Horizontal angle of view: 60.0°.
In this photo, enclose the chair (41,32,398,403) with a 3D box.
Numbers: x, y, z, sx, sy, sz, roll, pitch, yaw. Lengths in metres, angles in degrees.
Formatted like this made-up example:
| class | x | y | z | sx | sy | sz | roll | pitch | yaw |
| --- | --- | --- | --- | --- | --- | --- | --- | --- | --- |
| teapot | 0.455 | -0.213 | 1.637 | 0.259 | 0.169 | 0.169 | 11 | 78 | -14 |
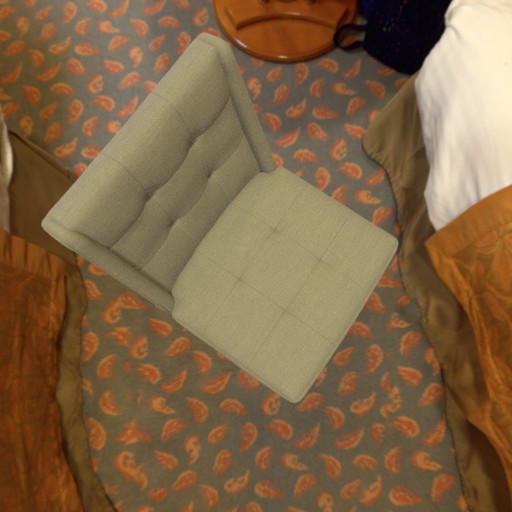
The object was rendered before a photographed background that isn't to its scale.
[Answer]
| class | x | y | z | sx | sy | sz | roll | pitch | yaw |
| --- | --- | --- | --- | --- | --- | --- | --- | --- | --- |
| chair | 0.000 | 0.000 | 1.282 | 0.676 | 0.853 | 0.569 | 34 | 79 | 8 |
